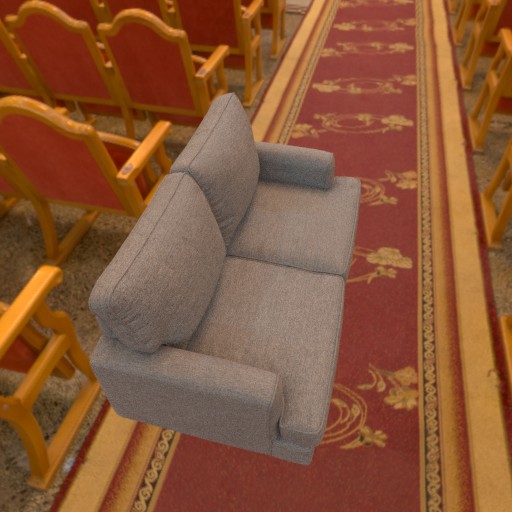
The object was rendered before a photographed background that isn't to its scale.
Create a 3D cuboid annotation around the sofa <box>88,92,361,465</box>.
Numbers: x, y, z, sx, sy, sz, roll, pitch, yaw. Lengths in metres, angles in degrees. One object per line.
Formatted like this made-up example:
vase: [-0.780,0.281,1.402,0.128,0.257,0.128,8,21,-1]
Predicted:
sofa: [0.000,0.000,2.243,0.965,0.965,1.651,11,48,10]
